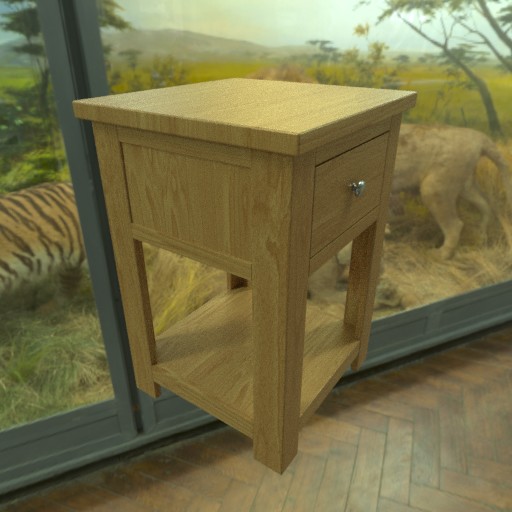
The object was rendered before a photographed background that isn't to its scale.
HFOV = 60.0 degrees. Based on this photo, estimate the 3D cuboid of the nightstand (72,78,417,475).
[{"bbox_3d":[0.000,0.000,0.895,0.418,0.614,0.428,18,32,31],"label":"nightstand"}]
